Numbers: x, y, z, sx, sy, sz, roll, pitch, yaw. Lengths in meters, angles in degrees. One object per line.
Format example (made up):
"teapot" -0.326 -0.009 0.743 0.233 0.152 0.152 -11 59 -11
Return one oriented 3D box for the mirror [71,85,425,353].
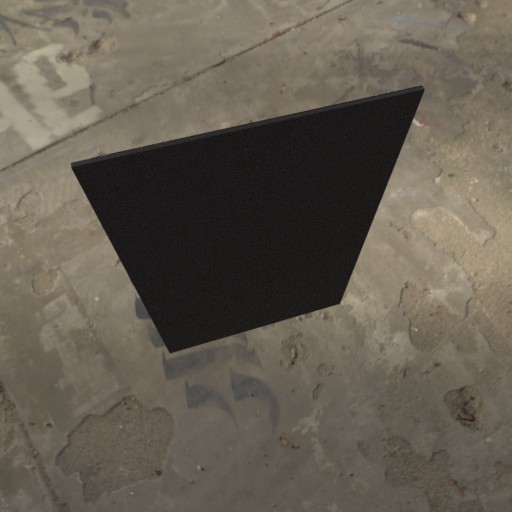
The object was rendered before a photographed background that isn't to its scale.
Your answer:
"mirror" 0.000 0.000 1.137 0.613 0.914 0.039 -15 61 -9
